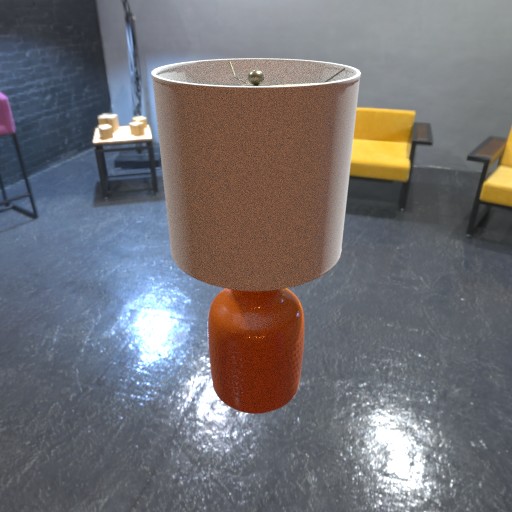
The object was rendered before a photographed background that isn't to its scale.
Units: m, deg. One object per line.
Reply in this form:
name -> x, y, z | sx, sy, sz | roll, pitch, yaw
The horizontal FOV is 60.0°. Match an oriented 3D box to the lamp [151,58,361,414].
lamp -> 0.000, 0.000, 1.117 | 0.418, 0.871, 0.418 | 10, 31, 18
